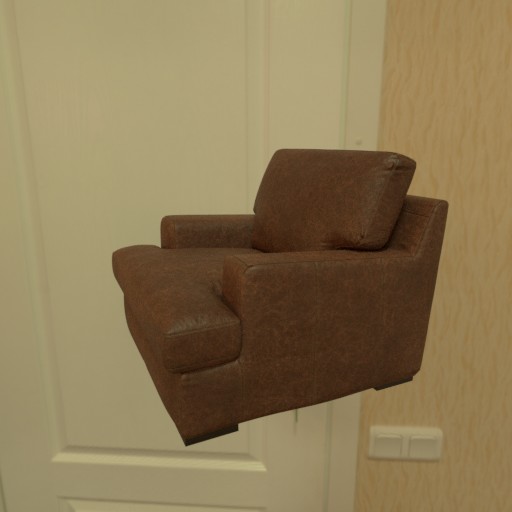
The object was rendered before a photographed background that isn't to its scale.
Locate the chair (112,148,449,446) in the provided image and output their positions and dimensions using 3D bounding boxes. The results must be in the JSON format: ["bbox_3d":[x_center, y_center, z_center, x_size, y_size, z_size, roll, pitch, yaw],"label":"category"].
[{"bbox_3d":[0.000,0.000,2.017,1.143,0.939,1.168,-7,16,-24],"label":"chair"}]
